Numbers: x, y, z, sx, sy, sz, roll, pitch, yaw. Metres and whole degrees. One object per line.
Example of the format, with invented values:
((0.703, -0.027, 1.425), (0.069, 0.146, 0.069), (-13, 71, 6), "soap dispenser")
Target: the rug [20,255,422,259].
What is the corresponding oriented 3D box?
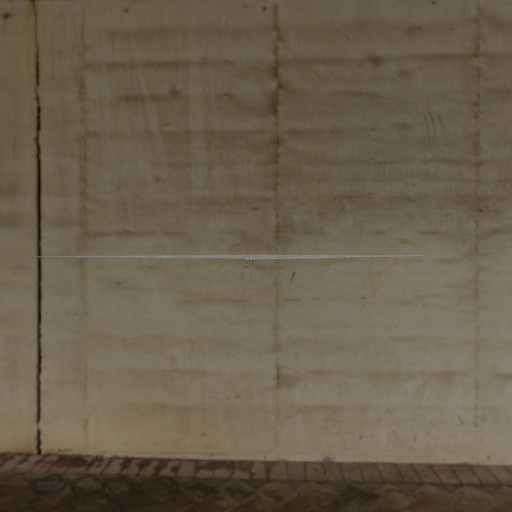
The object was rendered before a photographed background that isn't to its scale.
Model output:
((0.000, 0.000, 2.308), (1.206, 0.003, 1.835), (0, 1, 35), "rug")
